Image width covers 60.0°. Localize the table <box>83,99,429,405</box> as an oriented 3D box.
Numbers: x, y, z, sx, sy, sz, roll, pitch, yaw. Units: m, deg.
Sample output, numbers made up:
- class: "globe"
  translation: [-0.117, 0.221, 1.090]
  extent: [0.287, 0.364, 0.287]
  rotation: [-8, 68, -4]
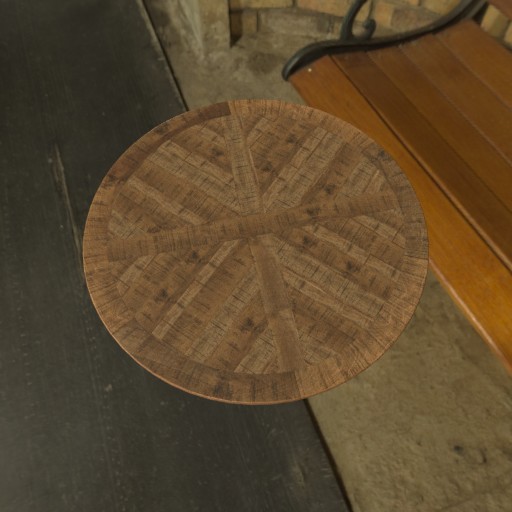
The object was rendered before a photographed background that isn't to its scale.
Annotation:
- class: "table"
  translation: [0.000, 0.000, 1.870]
  extent: [1.264, 0.516, 1.264]
  rotation: [0, 64, 0]
